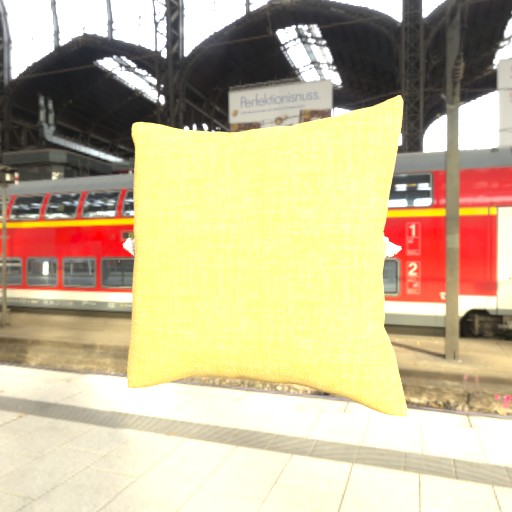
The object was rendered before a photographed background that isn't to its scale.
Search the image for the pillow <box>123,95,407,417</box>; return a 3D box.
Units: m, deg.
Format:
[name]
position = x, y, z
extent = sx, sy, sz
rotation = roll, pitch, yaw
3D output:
[pillow]
position = 0.000, 0.000, 0.750
extent = 0.485, 0.481, 0.167
rotation = 0, 0, 18
